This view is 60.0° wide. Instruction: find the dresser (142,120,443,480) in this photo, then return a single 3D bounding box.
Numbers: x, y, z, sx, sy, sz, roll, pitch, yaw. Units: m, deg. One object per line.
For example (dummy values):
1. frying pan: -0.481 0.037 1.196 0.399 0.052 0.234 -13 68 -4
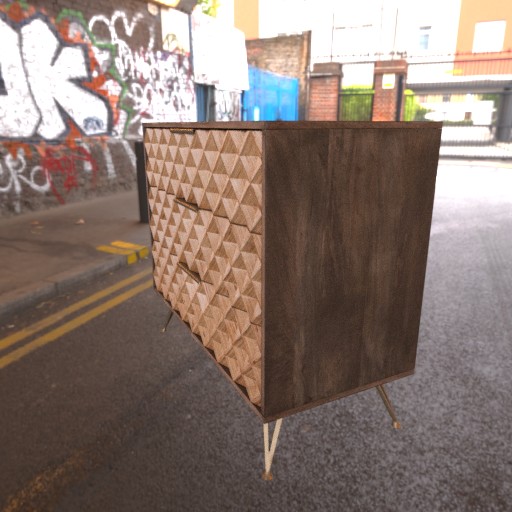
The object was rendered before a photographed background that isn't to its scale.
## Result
1. dresser: 0.000 0.000 1.385 0.453 0.801 0.923 -8 18 -26
